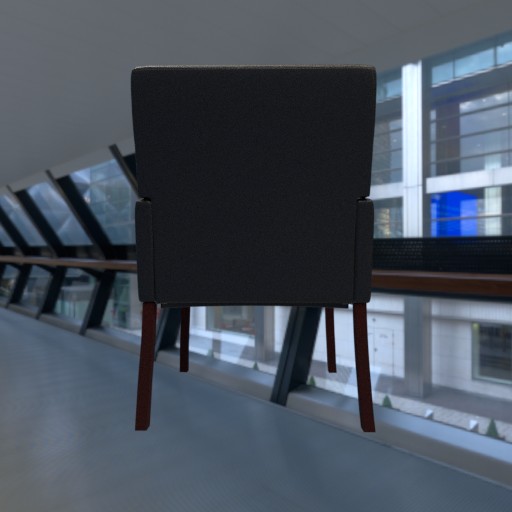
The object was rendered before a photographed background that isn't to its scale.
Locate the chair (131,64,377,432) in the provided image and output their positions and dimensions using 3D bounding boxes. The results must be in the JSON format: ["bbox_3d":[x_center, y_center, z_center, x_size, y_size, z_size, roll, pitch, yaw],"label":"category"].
[{"bbox_3d":[0.000,0.000,1.483,0.683,0.951,0.772,0,-1,1],"label":"chair"}]
